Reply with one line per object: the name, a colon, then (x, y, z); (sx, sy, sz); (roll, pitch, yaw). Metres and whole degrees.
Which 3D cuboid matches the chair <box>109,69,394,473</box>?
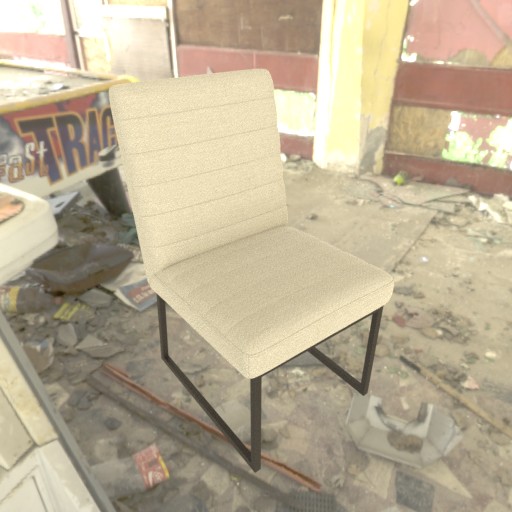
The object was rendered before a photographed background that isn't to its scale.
chair: (0.000, 0.000, 1.297); (0.520, 0.930, 0.634); (-21, 37, -31)
